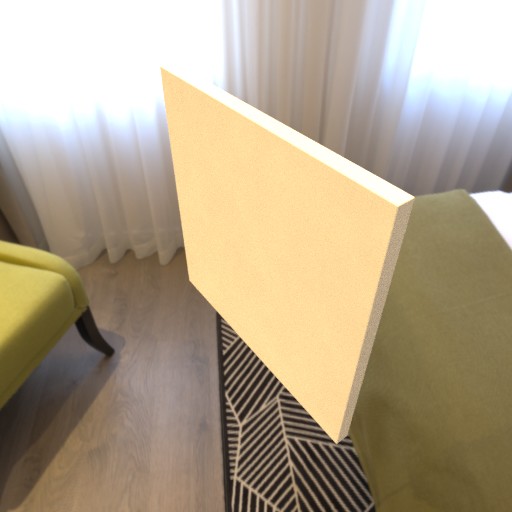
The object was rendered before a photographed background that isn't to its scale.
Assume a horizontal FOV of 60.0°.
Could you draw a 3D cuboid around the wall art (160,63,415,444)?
[{"bbox_3d":[0.000,0.000,1.150,0.040,0.762,0.762,-26,48,-27],"label":"wall art"}]
